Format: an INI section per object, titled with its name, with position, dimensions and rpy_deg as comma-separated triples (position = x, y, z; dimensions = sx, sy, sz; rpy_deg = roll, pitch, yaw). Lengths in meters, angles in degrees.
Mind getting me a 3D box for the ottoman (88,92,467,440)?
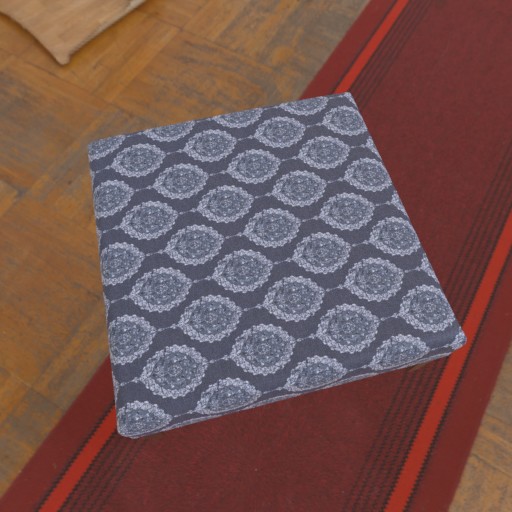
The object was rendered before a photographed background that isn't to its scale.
[ottoman]
position = 0.000, 0.000, 1.398
dimensions = 0.890, 0.409, 0.889
rpy_deg = -13, 65, -6
